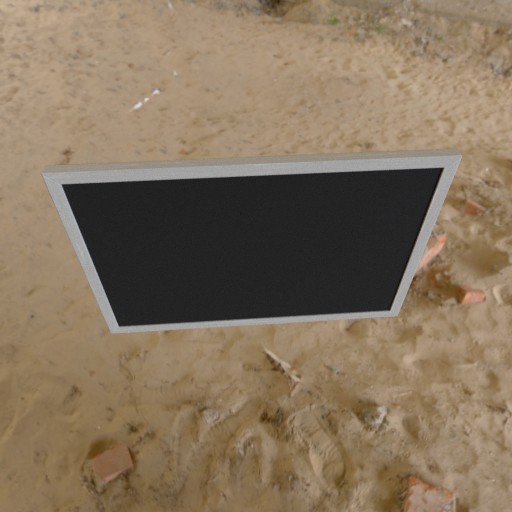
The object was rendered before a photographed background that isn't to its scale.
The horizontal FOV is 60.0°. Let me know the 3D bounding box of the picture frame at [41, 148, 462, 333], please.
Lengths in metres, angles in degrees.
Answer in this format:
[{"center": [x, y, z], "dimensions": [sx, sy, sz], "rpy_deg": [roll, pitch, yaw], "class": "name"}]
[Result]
[{"center": [0.000, 0.000, 1.242], "dimensions": [0.950, 0.640, 0.029], "rpy_deg": [-3, 47, -3], "class": "picture frame"}]
